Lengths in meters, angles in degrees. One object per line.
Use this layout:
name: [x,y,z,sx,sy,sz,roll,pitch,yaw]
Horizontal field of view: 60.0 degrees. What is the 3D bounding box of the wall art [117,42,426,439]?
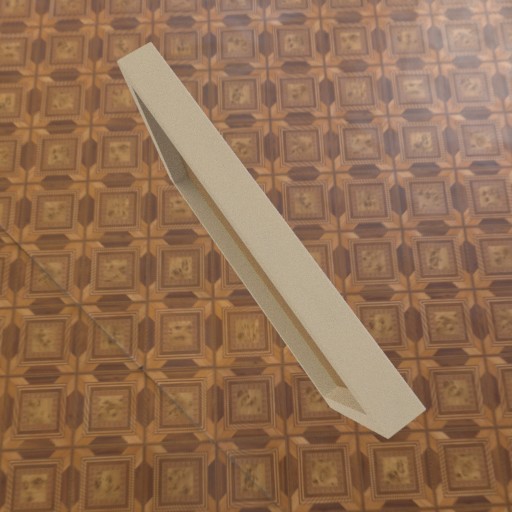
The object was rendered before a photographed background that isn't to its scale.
wall art: [0.000,0.000,0.482,0.039,0.254,0.384,-34,78,-8]
